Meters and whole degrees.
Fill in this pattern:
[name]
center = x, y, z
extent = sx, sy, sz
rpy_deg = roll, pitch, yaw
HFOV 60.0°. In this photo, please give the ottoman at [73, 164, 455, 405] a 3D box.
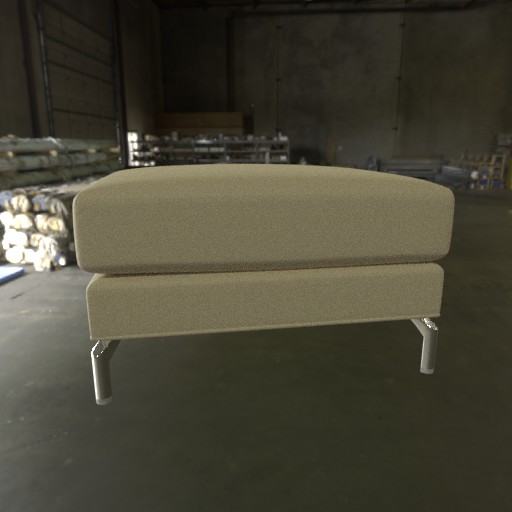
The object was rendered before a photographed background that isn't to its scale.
[ottoman]
center = 0.000, 0.000, 1.243
extent = 0.835, 0.497, 0.581
rpy_deg = -2, 15, -9
